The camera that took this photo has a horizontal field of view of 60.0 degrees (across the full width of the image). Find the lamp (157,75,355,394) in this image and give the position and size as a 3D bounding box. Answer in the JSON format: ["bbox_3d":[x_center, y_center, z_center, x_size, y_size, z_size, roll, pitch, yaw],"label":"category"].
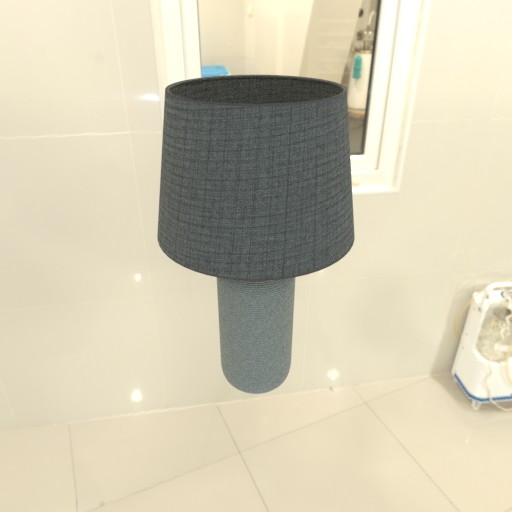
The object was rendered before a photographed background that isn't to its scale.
[{"bbox_3d":[0.000,0.000,0.595,0.251,0.429,0.251,0,29,0],"label":"lamp"}]
